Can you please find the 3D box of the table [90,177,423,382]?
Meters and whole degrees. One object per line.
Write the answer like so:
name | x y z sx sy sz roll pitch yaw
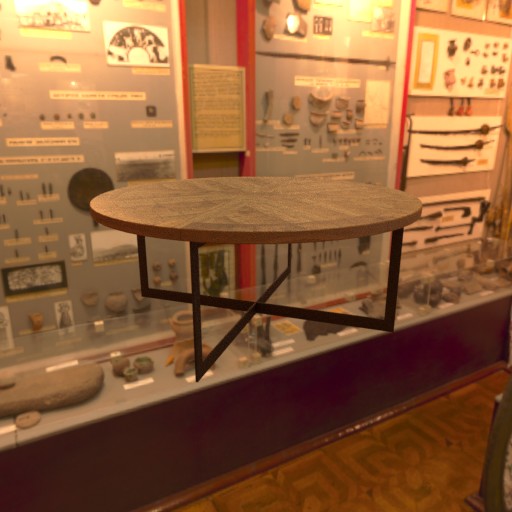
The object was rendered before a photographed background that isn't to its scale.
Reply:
table | 0.000 0.000 1.860 1.264 0.516 1.264 0 17 0
